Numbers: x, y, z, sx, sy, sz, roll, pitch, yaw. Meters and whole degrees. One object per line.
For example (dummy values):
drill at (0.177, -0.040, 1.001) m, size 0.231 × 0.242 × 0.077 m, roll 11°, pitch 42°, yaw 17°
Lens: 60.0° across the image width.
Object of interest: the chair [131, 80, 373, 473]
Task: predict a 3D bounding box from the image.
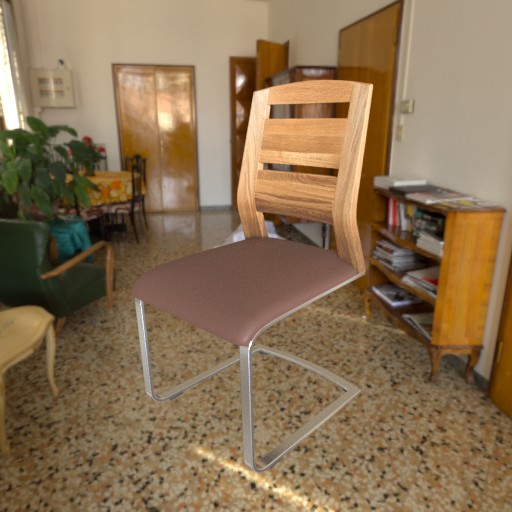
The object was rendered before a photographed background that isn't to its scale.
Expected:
chair at (0.000, 0.000, 1.273) m, size 0.460 × 0.970 × 0.570 m, roll 15°, pitch 23°, yaw 41°
